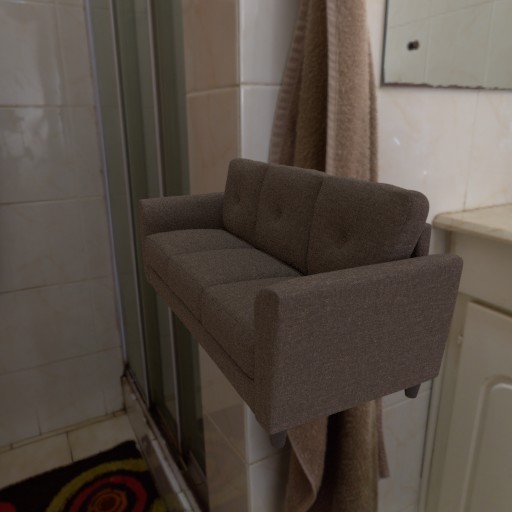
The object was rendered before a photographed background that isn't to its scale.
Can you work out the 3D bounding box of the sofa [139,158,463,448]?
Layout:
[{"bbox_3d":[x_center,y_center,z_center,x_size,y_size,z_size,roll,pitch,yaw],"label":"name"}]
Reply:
[{"bbox_3d":[0.000,0.000,2.326,0.837,0.891,1.847,-8,19,-26],"label":"sofa"}]
